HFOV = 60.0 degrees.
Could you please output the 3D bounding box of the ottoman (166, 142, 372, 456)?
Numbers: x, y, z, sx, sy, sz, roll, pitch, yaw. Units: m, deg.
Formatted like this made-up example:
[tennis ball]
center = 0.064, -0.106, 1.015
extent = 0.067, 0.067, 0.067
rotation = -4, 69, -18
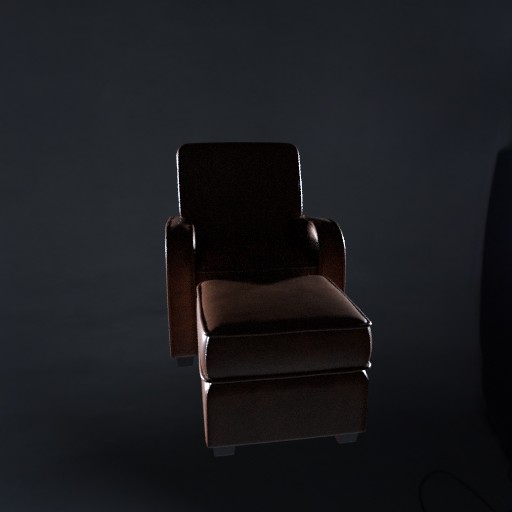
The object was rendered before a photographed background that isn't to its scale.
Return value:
[ottoman]
center = 0.000, 0.000, 1.841
extent = 0.732, 0.904, 1.314
rotation = -2, 15, -8
